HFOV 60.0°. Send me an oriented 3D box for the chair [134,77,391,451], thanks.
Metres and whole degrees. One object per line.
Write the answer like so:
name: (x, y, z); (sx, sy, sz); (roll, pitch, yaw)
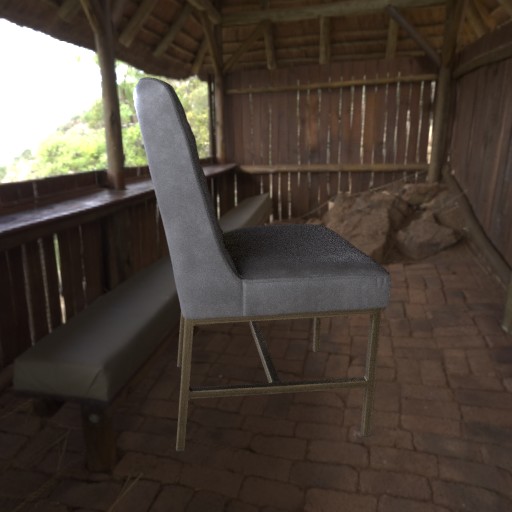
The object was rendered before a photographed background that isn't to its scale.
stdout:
chair: (0.000, 0.000, 1.240); (0.587, 0.889, 0.508); (-3, 17, -9)
